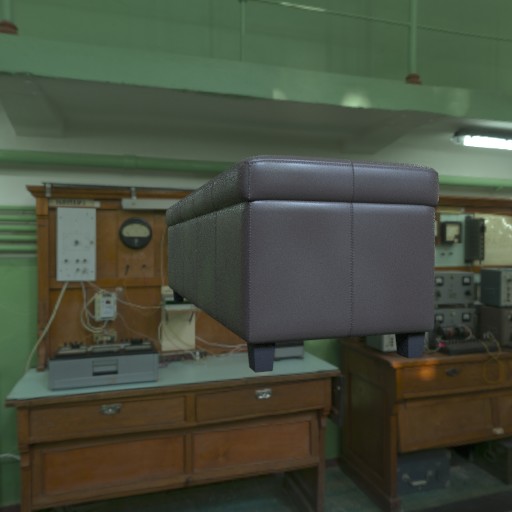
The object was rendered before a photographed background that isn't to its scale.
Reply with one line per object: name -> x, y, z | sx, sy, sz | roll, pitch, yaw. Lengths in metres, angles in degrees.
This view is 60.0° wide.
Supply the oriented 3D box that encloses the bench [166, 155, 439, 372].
bench -> 0.000, 0.000, 1.437 | 0.450, 0.417, 1.219 | 0, 1, -18
